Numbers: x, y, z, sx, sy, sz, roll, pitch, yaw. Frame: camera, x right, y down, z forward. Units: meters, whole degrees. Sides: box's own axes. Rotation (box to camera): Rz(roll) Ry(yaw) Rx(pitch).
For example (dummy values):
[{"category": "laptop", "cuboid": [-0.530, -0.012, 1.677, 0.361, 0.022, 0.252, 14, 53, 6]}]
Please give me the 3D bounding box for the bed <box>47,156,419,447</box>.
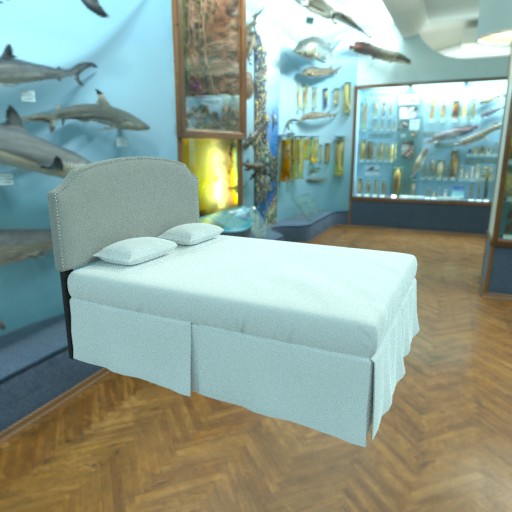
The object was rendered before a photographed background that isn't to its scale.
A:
[{"category": "bed", "cuboid": [0.000, 0.000, 2.943, 1.999, 1.270, 1.558, 7, 15, 25]}]
